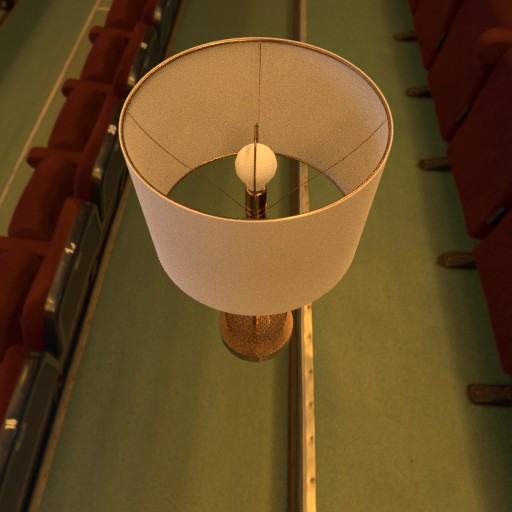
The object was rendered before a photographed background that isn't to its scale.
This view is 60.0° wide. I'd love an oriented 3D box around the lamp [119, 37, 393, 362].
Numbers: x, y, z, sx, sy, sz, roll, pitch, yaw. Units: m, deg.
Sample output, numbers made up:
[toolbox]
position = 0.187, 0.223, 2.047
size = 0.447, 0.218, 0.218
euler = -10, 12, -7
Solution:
[lamp]
position = 0.000, 0.000, 0.614
size = 0.252, 0.483, 0.252
euler = 2, 57, 1
